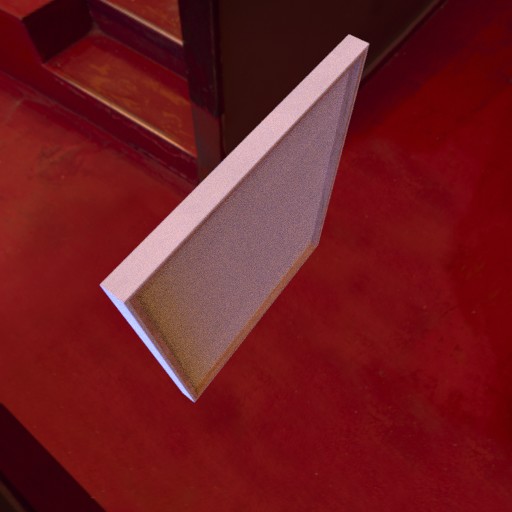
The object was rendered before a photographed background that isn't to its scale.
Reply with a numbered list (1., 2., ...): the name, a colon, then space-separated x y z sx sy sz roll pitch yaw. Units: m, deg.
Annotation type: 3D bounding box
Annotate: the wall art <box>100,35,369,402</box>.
1. wall art: 0.000 0.000 0.828 0.037 0.606 0.508 33 67 16
